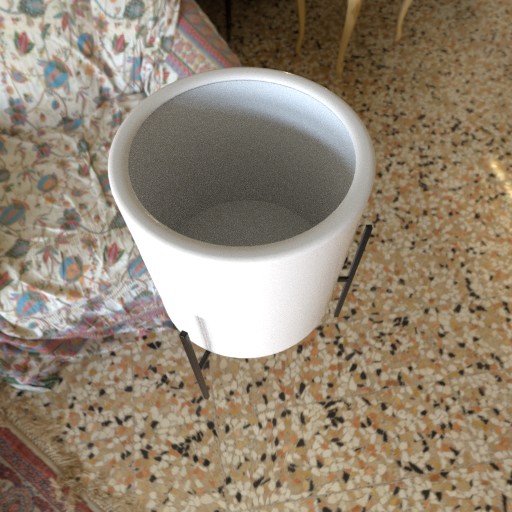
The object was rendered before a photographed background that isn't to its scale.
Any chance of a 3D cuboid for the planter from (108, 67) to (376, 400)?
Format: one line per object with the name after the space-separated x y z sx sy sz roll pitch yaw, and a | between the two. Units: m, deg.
0.000 0.000 0.647 0.308 0.431 0.307 0 59 0 | planter
